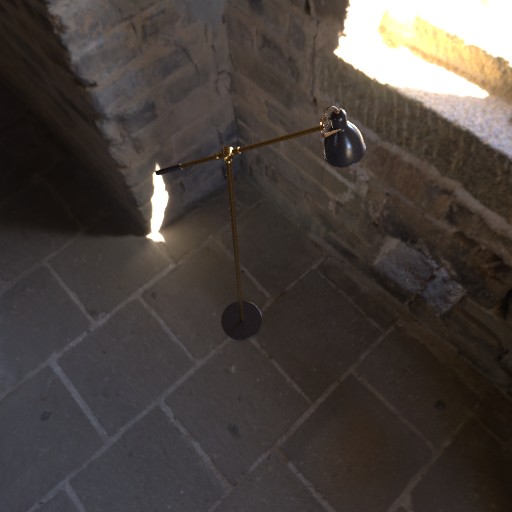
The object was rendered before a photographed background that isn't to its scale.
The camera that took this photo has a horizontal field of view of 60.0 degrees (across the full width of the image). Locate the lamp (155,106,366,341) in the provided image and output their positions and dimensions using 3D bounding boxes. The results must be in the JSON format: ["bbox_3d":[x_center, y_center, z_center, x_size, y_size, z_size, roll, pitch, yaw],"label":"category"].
[{"bbox_3d":[0.000,0.000,1.842,0.618,1.628,0.235,1,62,0],"label":"lamp"}]
